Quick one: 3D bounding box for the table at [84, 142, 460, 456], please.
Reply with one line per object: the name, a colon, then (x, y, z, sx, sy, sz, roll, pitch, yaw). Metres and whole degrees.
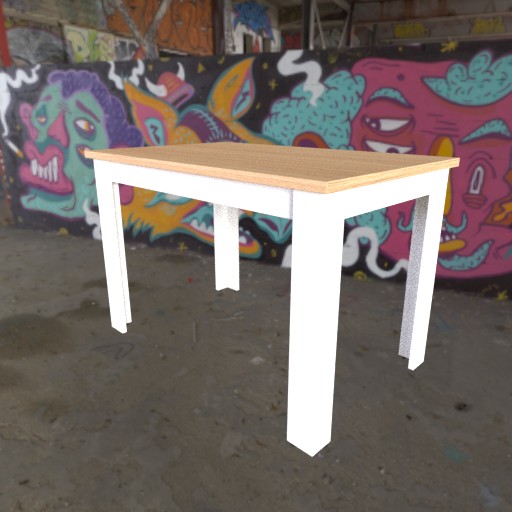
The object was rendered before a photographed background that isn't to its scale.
table: (0.000, 0.000, 1.628, 1.100, 0.734, 0.700, 17, 25, 42)
